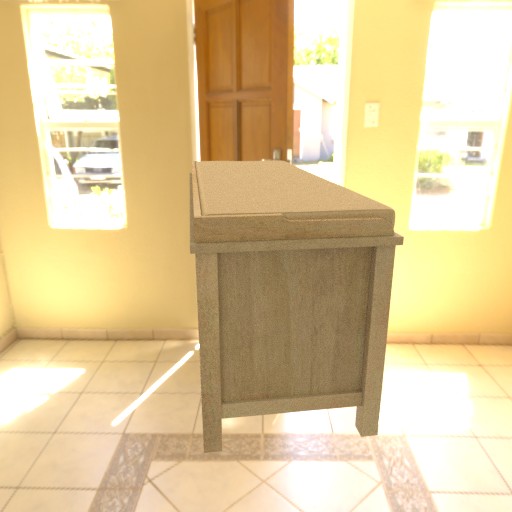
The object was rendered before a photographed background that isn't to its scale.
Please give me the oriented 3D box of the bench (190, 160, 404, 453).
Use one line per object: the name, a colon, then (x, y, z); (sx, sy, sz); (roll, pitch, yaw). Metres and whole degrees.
bench: (0.000, 0.000, 1.404); (0.398, 0.501, 1.140); (-2, 17, -8)
